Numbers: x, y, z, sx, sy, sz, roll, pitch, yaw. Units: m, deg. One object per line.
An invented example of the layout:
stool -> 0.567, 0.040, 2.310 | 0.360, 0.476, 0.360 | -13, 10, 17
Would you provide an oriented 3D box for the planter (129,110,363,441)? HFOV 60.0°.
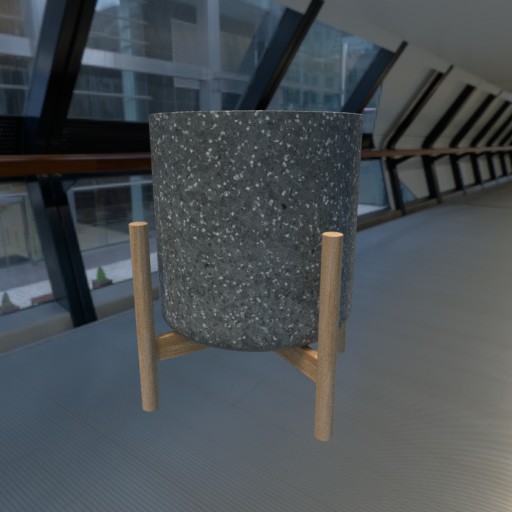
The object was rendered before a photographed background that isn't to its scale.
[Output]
planter -> 0.000, 0.000, 0.697 | 0.360, 0.419, 0.360 | -2, 15, -7
